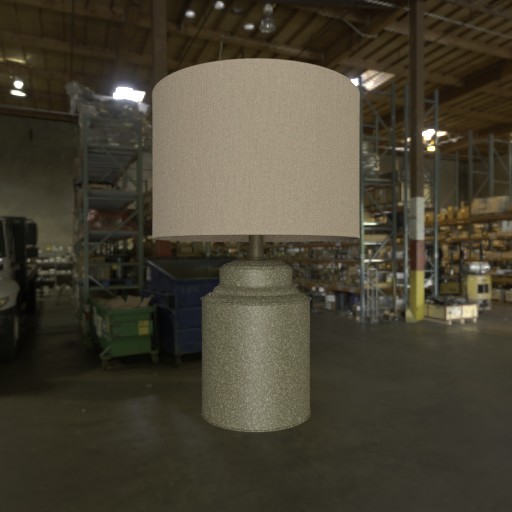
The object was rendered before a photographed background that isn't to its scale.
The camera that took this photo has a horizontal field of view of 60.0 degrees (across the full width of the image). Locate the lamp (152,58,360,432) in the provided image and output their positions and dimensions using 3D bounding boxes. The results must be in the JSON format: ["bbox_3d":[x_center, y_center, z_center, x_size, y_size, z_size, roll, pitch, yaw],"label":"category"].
[{"bbox_3d":[0.000,0.000,0.697,0.318,0.486,0.318,0,0,0],"label":"lamp"}]
